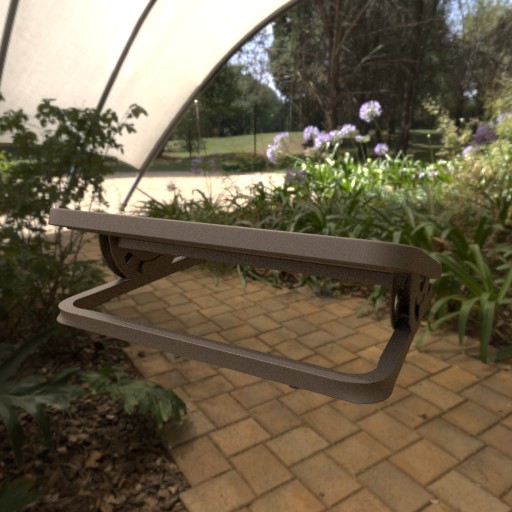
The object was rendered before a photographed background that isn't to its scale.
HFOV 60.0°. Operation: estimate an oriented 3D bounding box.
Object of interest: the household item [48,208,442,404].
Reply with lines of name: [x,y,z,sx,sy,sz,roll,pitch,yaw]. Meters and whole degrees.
household item: [0.000,0.000,0.522,0.390,0.126,0.301,8,17,27]
